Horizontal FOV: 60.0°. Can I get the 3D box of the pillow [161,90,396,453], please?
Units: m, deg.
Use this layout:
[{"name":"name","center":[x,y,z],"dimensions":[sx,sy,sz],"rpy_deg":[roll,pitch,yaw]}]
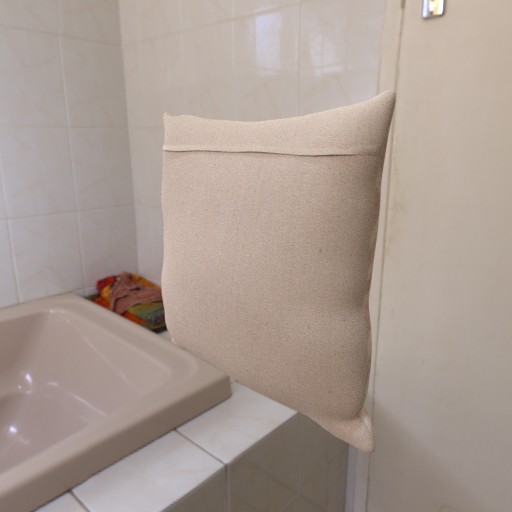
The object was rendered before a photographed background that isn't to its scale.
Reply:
[{"name":"pillow","center":[0.000,0.000,0.665],"dimensions":[0.440,0.441,0.182],"rpy_deg":[14,20,43]}]
